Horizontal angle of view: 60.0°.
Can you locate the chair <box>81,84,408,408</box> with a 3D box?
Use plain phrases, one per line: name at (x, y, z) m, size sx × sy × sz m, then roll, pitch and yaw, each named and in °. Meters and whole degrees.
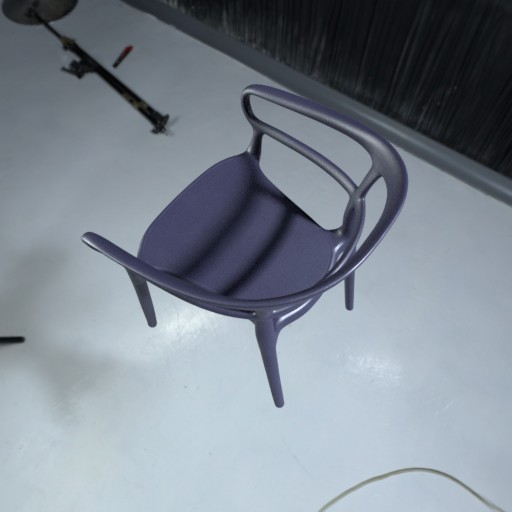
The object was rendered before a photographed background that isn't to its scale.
chair at (0.000, 0.000, 1.129) m, size 0.527 × 0.761 × 0.559 m, roll 35°, pitch 68°, yaw 16°
